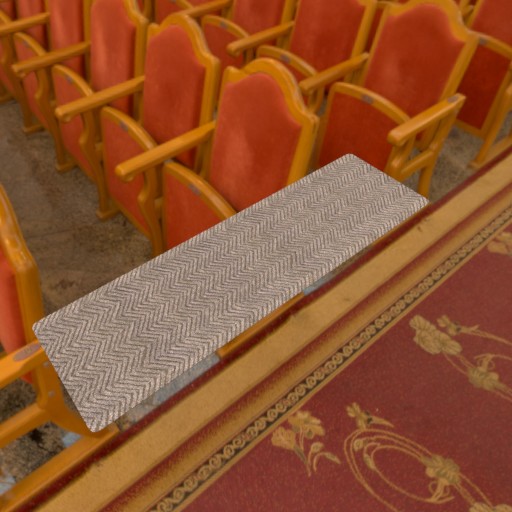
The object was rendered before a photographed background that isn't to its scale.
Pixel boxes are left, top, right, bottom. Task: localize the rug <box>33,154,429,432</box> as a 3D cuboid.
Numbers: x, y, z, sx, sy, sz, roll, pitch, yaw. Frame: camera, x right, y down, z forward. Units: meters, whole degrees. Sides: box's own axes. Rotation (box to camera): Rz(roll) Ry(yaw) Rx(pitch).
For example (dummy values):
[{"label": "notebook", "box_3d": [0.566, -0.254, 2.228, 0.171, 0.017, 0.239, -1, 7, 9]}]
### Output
[{"label": "rug", "box_3d": [0.000, 0.000, 2.475, 2.286, 0.008, 0.686, -31, 55, -25]}]
